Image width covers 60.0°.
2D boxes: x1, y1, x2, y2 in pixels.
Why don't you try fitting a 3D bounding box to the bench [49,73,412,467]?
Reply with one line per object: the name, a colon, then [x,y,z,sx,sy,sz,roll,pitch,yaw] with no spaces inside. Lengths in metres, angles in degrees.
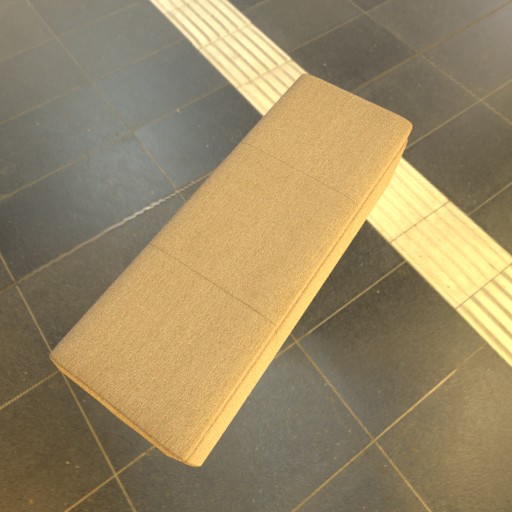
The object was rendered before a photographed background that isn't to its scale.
bench: [0.000,0.000,1.479,0.446,0.438,1.269,31,67,15]
